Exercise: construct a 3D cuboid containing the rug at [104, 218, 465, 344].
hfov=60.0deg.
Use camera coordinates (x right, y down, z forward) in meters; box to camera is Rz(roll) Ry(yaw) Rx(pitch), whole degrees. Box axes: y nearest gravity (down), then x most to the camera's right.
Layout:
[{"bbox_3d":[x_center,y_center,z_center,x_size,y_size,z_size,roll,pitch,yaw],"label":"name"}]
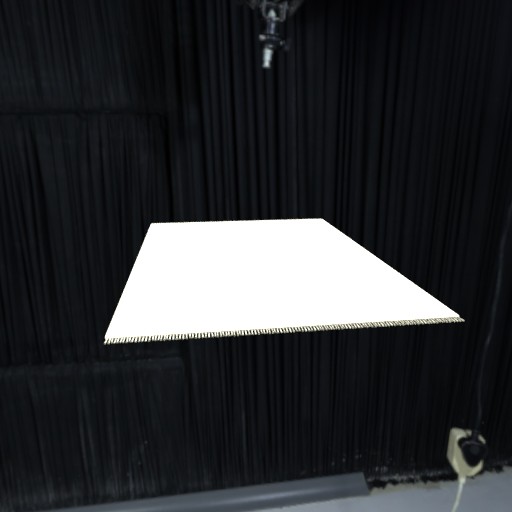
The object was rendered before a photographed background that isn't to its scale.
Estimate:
[{"bbox_3d":[0.000,0.000,2.878,1.514,0.011,2.233,-2,16,-8],"label":"rug"}]
